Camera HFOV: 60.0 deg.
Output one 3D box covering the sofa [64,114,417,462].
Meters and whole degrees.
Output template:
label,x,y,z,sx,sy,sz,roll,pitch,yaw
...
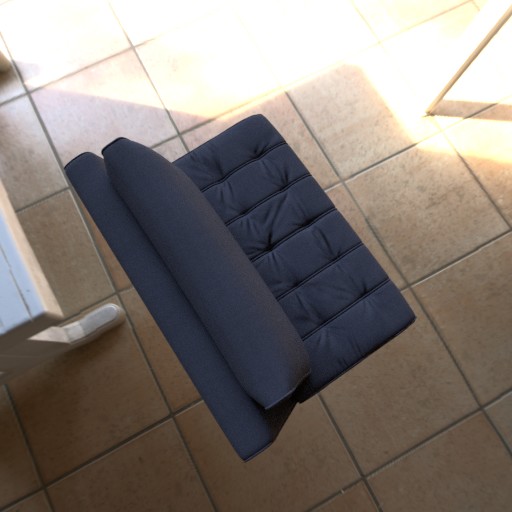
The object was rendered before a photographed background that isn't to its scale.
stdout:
label,x,y,z,sx,sy,sz,roll,pitch,yaw
sofa,0.000,0.000,1.877,0.910,0.910,1.220,-33,78,-8
